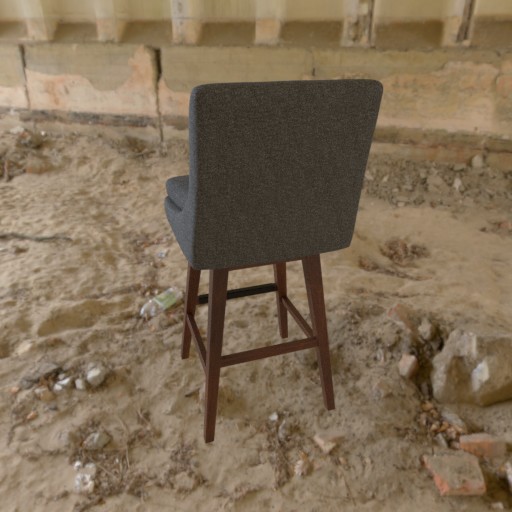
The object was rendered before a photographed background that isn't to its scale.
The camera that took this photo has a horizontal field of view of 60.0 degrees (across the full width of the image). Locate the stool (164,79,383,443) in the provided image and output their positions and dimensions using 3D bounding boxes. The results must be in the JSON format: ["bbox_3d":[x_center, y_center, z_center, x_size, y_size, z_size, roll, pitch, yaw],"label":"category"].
[{"bbox_3d":[0.000,0.000,1.394,0.489,1.068,0.572,-8,27,-17],"label":"stool"}]
